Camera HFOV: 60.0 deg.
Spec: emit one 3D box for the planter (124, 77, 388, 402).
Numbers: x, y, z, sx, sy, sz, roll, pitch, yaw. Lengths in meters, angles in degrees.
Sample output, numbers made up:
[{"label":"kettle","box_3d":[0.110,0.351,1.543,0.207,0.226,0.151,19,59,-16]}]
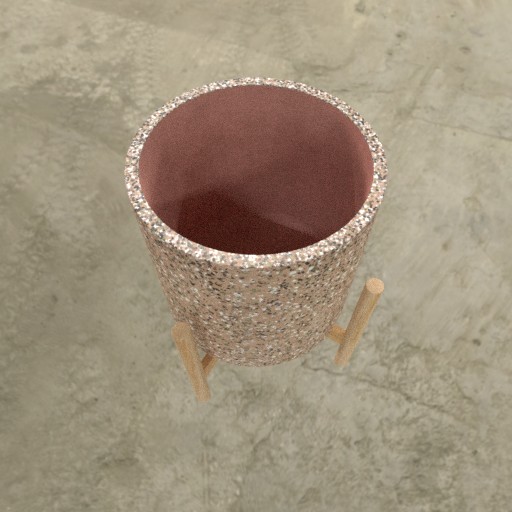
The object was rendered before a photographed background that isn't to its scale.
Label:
[{"label":"planter","box_3d":[0.000,0.000,0.691,0.360,0.419,0.360,-32,62,-19]}]
